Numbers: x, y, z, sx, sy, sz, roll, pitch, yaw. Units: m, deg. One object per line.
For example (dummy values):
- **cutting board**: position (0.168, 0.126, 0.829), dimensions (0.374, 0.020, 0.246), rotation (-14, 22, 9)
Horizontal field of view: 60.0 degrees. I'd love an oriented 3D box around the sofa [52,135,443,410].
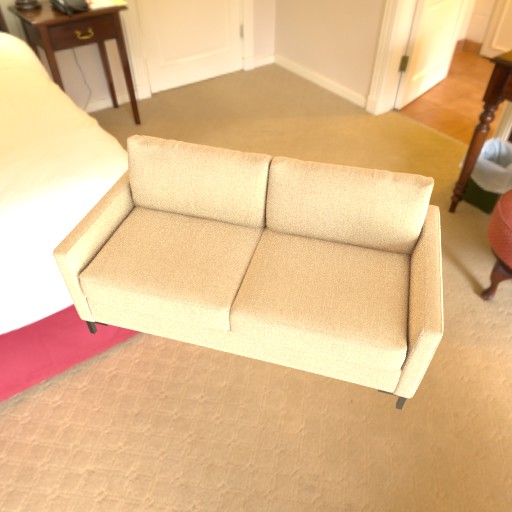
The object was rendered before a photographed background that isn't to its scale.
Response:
- **sofa**: position (0.000, 0.000, 2.137), dimensions (1.651, 0.812, 0.839), rotation (11, 44, 11)
